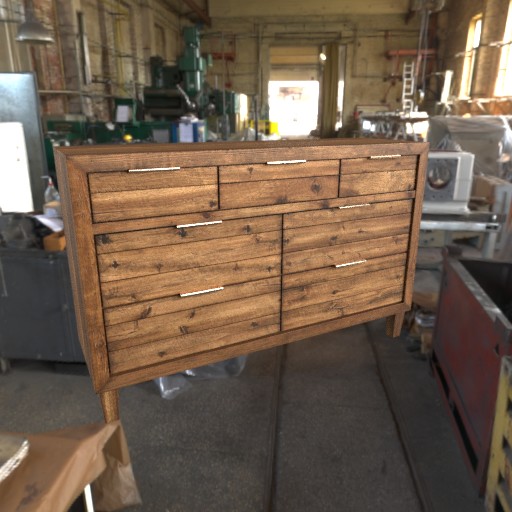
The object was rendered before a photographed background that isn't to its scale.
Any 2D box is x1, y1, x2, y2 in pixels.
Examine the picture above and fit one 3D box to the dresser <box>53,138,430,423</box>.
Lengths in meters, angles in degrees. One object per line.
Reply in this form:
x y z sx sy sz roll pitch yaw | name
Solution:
0.000 0.000 1.820 1.387 0.892 0.438 -9 20 -26 | dresser
